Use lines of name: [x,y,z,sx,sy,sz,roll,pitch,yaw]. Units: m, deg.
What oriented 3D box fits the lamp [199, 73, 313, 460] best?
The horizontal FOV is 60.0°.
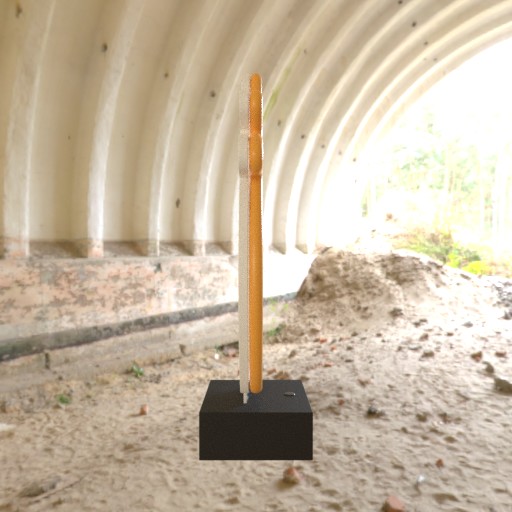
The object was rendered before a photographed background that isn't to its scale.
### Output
lamp: [0.000,0.000,0.386,0.088,0.317,0.167,0,1,0]
